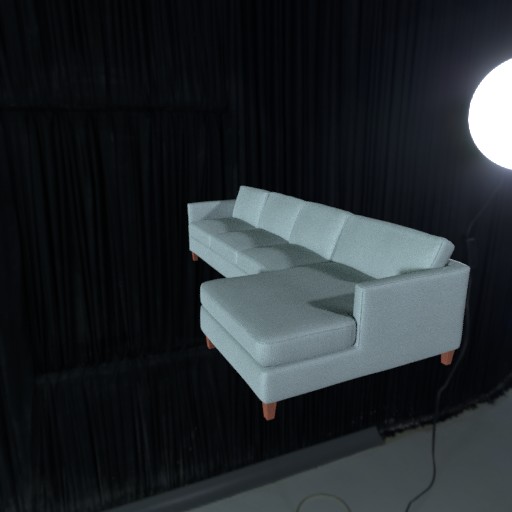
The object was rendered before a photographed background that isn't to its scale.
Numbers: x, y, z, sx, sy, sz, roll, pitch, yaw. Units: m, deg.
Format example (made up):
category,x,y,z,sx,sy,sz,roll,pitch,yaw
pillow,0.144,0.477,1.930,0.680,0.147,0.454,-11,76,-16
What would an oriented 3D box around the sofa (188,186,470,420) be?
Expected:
category,x,y,z,sx,sy,sz,roll,pitch,yaw
sofa,0.000,0.000,4.199,1.604,0.950,3.471,-8,18,-25
